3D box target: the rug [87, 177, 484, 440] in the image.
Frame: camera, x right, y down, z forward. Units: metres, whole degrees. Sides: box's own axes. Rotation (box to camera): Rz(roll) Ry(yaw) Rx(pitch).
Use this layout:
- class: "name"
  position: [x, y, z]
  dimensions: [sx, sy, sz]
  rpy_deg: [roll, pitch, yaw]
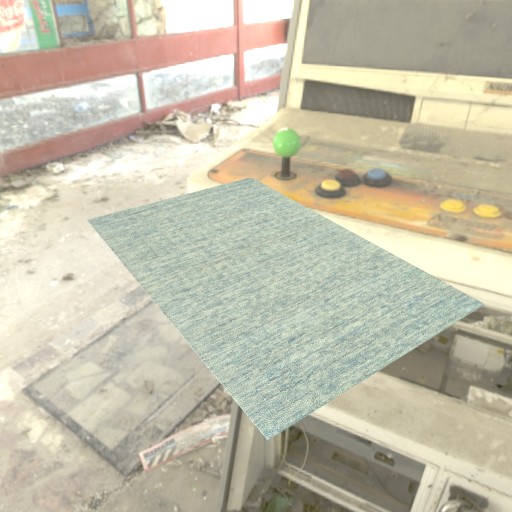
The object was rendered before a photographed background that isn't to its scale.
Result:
- class: "rug"
  position: [0.000, 0.000, 2.214]
  dimensions: [1.142, 0.006, 1.752]
  rpy_deg: [-20, 37, -29]
